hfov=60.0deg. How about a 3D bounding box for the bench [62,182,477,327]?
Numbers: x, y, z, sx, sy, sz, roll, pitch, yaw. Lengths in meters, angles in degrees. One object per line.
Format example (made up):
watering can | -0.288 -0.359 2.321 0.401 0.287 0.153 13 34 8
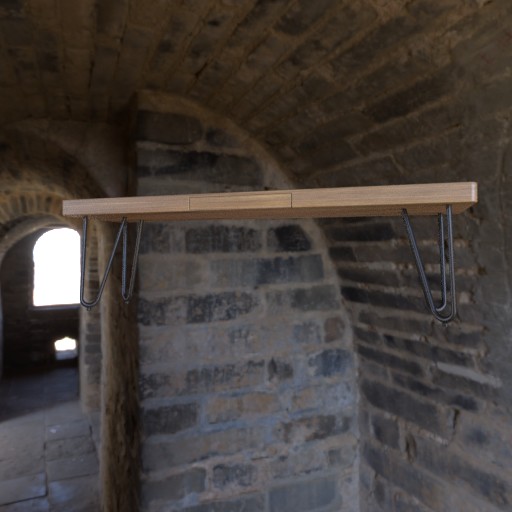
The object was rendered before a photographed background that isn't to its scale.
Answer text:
bench | 0.000 0.000 1.801 1.570 0.462 0.425 0 0 17
